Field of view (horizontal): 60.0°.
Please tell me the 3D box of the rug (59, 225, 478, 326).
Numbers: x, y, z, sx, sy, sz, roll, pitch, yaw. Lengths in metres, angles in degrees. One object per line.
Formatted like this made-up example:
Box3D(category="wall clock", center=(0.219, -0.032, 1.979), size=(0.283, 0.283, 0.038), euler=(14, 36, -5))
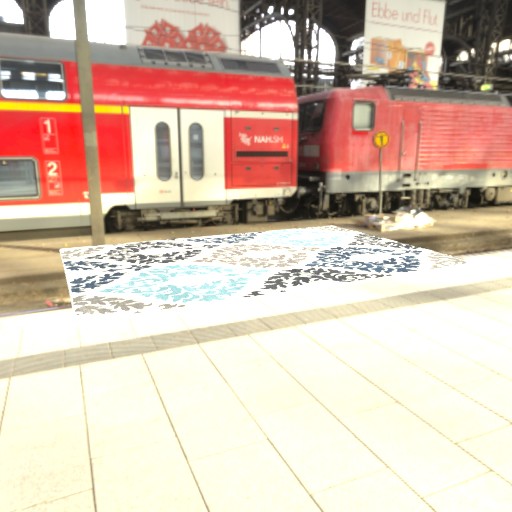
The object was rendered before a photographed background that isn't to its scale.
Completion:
Box3D(category="rug", center=(0.000, 0.000, 2.864), size=(2.275, 0.014, 1.514), euler=(-6, 15, -25))
